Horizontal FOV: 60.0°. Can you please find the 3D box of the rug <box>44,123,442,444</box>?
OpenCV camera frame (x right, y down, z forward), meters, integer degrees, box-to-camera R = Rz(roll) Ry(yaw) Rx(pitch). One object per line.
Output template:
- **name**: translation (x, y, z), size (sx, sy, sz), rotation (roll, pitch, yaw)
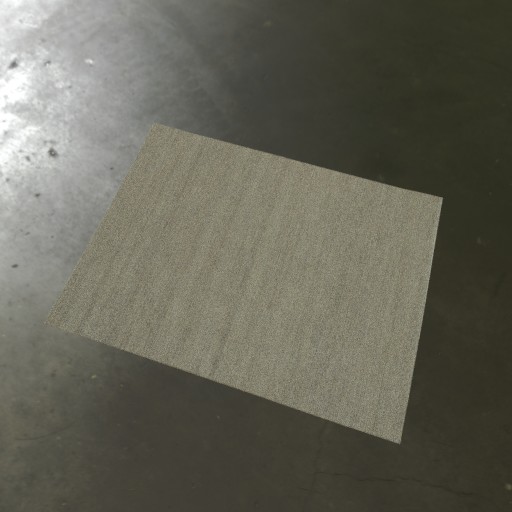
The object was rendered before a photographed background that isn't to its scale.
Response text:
- **rug**: translation (0.000, 0.000, 4.762), size (3.626, 0.051, 2.757), rotation (17, 65, 8)
